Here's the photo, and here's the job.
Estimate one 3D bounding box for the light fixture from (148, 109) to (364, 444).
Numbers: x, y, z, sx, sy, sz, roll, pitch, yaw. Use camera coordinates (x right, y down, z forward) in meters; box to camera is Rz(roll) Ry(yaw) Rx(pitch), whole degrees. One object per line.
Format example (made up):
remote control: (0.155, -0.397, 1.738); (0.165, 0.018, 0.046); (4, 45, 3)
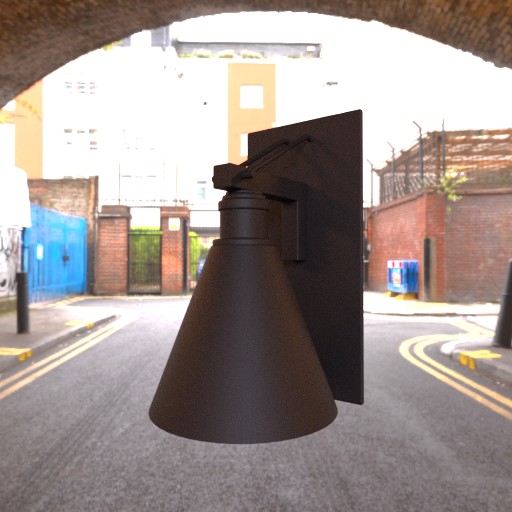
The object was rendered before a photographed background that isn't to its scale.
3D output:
light fixture: (0.000, 0.000, 0.424); (0.170, 0.298, 0.207); (-1, -1, 37)
